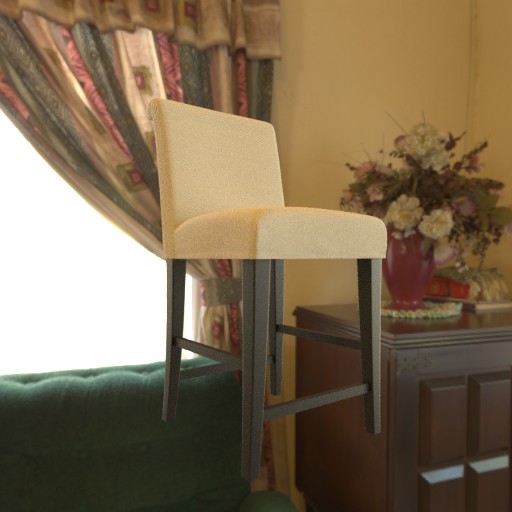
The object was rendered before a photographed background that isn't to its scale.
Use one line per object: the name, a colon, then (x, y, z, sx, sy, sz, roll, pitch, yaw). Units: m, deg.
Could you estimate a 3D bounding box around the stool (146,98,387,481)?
stool: (0.000, 0.000, 1.302, 0.452, 0.976, 0.597, 0, 0, -37)
